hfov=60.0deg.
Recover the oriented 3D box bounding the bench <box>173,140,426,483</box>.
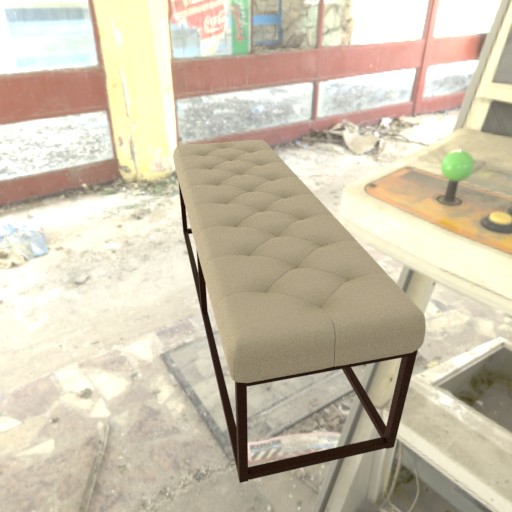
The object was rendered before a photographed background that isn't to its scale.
[{"bbox_3d":[0.000,0.000,1.701,0.479,0.488,1.488,-7,31,-12],"label":"bench"}]
